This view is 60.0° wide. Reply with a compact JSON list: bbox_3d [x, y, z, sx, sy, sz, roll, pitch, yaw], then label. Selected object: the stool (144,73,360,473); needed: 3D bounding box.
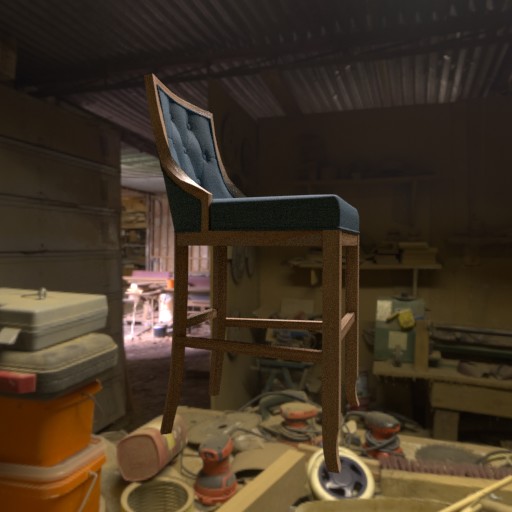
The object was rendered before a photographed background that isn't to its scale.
[{"bbox_3d":[0.000,0.000,1.465,0.626,1.101,0.524,1,2,19],"label":"stool"}]
